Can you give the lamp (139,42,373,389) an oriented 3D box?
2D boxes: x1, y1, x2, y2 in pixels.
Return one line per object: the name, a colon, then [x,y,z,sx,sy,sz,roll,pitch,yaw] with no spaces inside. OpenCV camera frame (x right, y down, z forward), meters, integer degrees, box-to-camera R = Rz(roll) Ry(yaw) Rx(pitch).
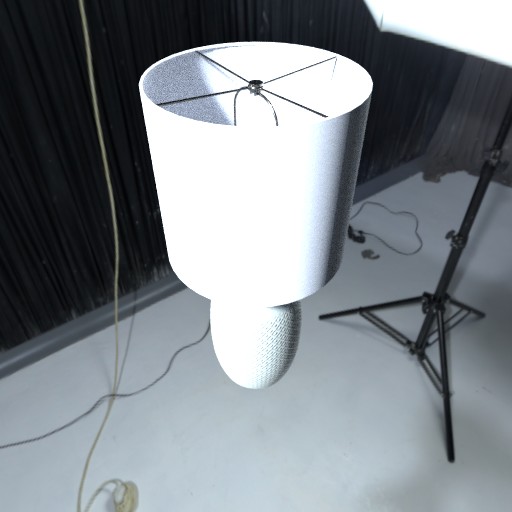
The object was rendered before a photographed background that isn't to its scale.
lamp: [0.000,0.000,0.569,0.217,0.453,0.217,-26,48,-26]
